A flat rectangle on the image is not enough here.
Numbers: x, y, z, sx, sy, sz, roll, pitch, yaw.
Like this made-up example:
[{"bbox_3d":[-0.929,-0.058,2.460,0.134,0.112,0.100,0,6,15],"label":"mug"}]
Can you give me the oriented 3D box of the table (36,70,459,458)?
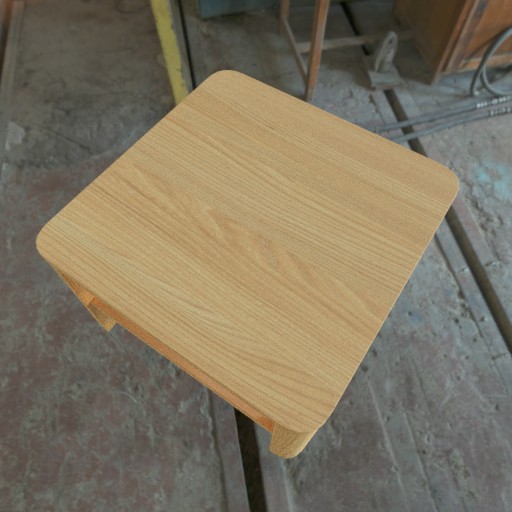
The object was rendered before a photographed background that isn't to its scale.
[{"bbox_3d":[0.000,0.000,1.237,0.750,0.450,0.750,31,64,16],"label":"table"}]
